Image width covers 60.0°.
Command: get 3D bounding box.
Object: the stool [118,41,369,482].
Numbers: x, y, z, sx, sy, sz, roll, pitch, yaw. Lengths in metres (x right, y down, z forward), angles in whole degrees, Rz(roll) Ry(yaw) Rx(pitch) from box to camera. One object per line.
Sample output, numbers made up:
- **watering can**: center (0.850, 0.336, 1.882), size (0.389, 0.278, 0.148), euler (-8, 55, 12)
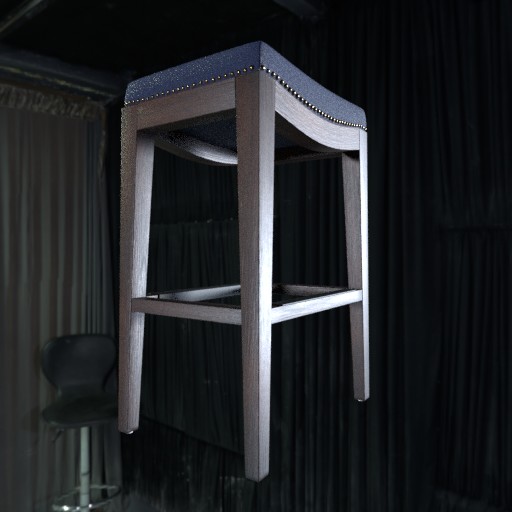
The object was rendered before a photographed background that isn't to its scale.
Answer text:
- **stool**: center (0.000, 0.000, 1.023), size (0.358, 0.740, 0.498), euler (1, 1, 35)
